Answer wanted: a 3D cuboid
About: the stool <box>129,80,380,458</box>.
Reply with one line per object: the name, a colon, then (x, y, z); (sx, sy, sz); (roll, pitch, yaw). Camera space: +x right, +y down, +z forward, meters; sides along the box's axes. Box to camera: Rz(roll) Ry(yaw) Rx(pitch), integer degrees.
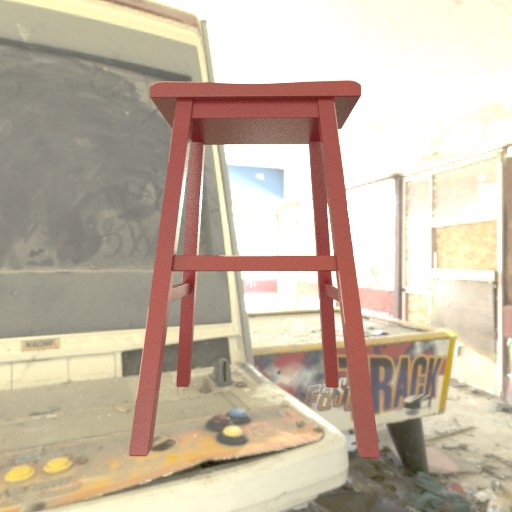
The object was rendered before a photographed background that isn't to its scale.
stool: (0.000, 0.000, 1.047); (0.457, 0.737, 0.476); (0, 0, 1)
